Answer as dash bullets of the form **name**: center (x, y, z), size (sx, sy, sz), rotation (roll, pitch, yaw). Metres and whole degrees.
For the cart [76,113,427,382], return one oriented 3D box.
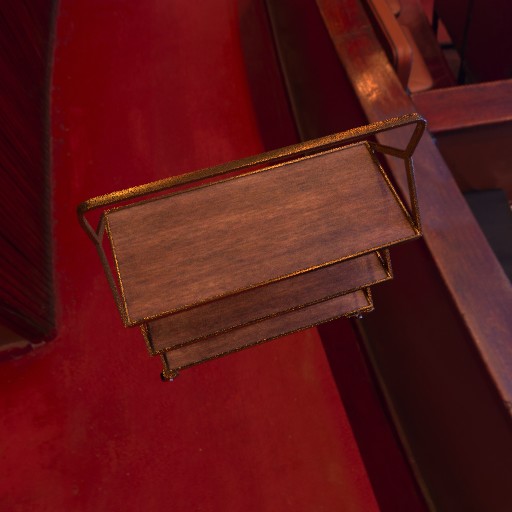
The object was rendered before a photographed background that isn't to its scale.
- **cart**: center (0.000, 0.000, 1.170), size (0.723, 0.805, 0.313), rotation (-17, 65, -8)
